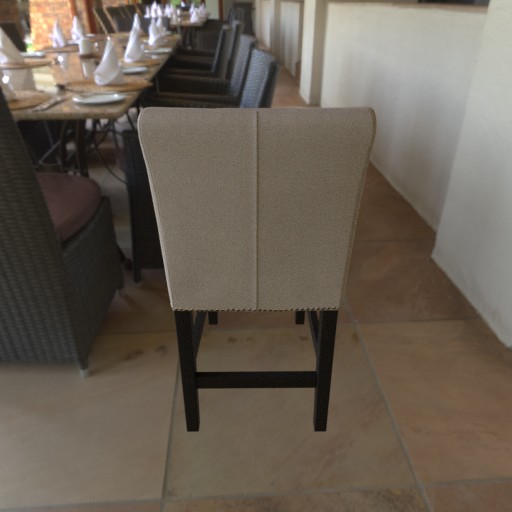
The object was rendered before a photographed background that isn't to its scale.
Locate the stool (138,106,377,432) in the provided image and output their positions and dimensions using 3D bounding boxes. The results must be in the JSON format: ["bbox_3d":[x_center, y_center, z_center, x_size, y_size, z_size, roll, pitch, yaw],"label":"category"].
[{"bbox_3d":[0.000,0.000,1.210,0.427,0.885,0.571,0,30,0],"label":"stool"}]
